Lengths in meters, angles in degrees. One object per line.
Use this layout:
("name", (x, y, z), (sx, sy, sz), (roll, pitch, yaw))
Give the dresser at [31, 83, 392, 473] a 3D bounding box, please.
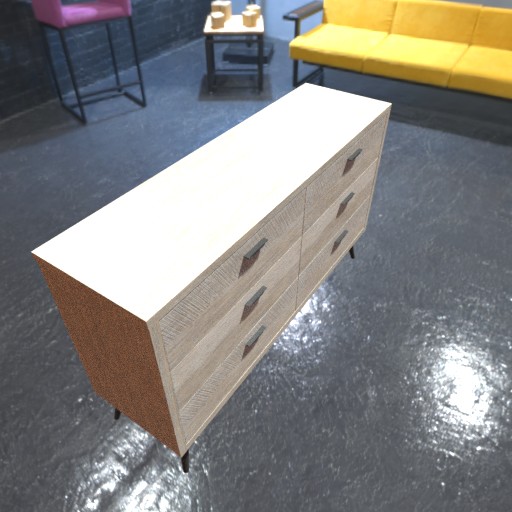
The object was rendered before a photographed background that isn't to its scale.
("dresser", (0.000, 0.000, 1.897), (0.457, 0.914, 1.524), (24, 47, 25))
